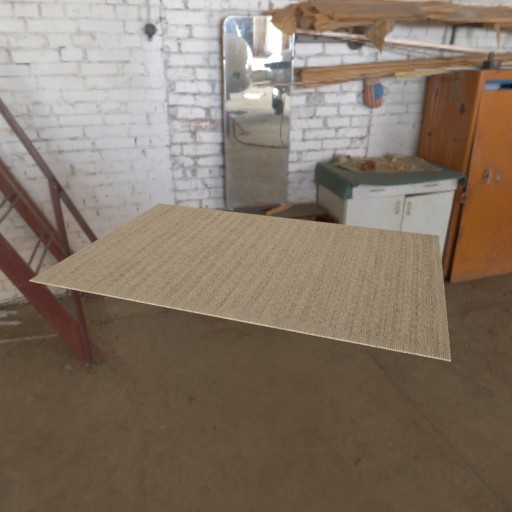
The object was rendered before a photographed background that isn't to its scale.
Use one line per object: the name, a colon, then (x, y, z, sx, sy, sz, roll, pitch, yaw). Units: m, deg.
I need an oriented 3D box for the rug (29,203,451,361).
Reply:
rug: (0.000, 0.000, 2.216, 1.752, 0.006, 1.142, 8, 26, 17)
